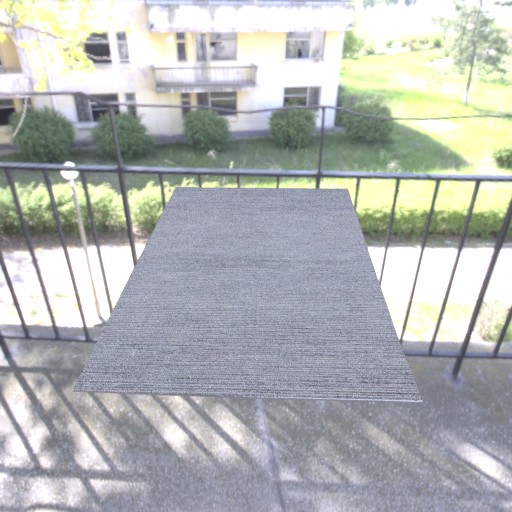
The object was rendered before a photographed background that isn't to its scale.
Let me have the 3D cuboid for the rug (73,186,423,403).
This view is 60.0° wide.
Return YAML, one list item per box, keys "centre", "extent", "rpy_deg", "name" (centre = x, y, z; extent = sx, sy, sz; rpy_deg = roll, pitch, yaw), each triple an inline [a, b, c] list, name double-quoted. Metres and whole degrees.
- centre: [0.000, 0.000, 2.217]
  extent: [1.159, 0.021, 1.789]
  rpy_deg: [1, 31, 2]
  name: "rug"
